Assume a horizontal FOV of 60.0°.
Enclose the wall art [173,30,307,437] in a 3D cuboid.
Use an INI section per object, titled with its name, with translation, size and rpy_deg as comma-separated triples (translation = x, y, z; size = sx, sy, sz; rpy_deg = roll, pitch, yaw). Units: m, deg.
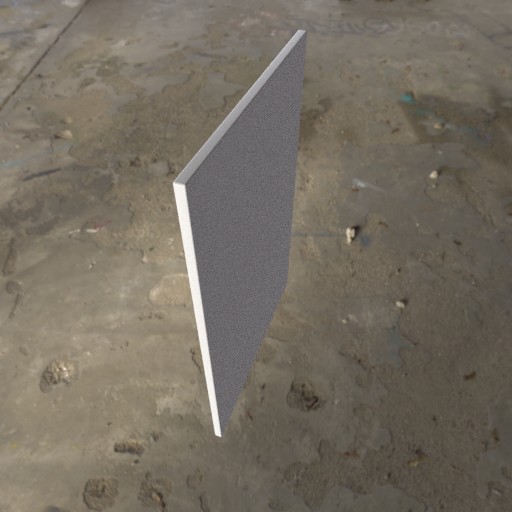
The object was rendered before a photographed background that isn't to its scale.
[wall art]
translation = 0.000, 0.000, 0.613
size = 0.011, 0.482, 0.329
rpy_deg = 15, 48, 14
